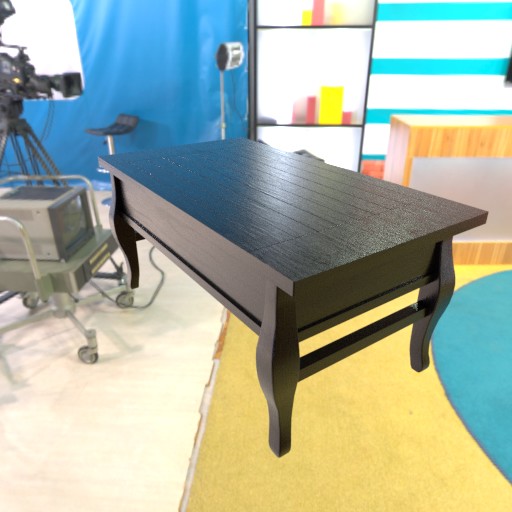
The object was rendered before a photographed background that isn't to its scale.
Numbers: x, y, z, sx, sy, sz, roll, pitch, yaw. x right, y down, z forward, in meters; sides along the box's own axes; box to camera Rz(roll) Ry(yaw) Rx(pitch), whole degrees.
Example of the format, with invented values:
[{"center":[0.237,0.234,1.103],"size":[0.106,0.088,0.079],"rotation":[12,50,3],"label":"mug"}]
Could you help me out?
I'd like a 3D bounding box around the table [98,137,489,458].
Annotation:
[{"center":[0.000,0.000,1.382],"size":[0.600,0.494,1.062],"rotation":[-17,31,-31],"label":"table"}]
